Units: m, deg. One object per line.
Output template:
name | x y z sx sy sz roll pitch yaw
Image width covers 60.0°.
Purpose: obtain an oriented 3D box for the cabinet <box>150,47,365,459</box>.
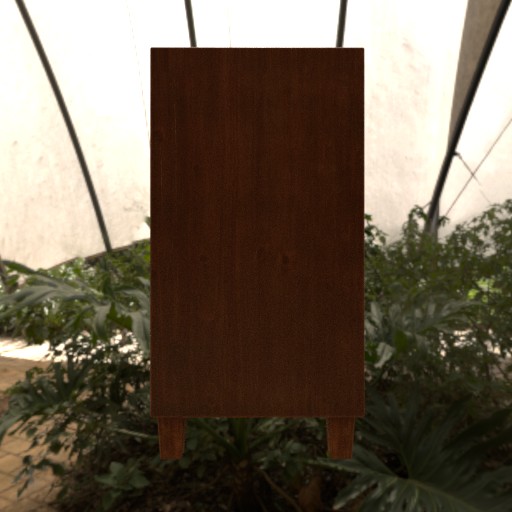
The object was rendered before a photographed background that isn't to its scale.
cabinet | 0.000 0.000 1.228 0.412 0.785 0.796 0 0 0
